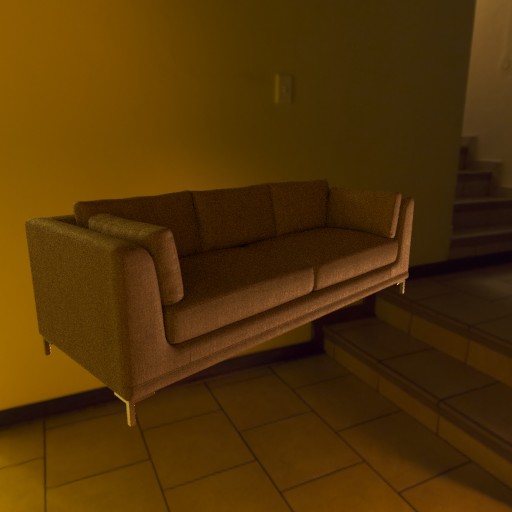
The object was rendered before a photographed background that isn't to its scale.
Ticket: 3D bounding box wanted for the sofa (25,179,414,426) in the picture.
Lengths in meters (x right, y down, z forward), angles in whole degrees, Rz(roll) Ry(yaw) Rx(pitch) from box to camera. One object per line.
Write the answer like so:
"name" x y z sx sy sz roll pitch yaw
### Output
"sofa" 0.000 0.000 2.855 0.969 0.867 2.415 14 20 43
